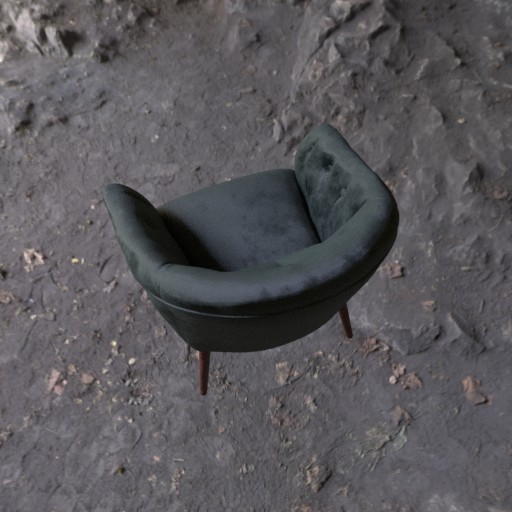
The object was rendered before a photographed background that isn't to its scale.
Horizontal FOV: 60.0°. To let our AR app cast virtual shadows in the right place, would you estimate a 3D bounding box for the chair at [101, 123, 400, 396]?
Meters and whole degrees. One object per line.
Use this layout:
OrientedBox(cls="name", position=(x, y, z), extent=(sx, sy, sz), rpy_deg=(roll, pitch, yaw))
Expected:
OrientedBox(cls="chair", position=(0.000, 0.000, 1.534), extent=(0.851, 0.885, 0.776), rpy_deg=(-19, 61, -11))
